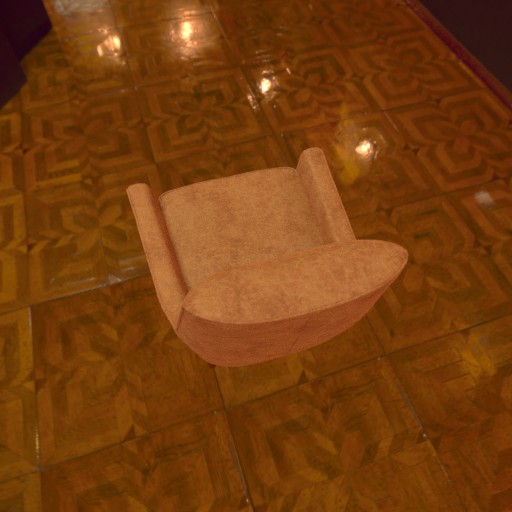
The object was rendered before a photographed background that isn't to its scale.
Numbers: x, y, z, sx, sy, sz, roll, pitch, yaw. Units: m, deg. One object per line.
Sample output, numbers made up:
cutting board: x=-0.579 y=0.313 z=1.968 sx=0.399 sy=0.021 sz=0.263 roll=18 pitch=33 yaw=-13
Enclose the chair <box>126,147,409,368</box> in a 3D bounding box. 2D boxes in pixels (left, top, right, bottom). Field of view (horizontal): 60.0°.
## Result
chair: x=0.000 y=0.000 z=1.468 sx=0.753 sy=0.883 sz=0.851 roll=-13 pitch=58 yaw=-9
